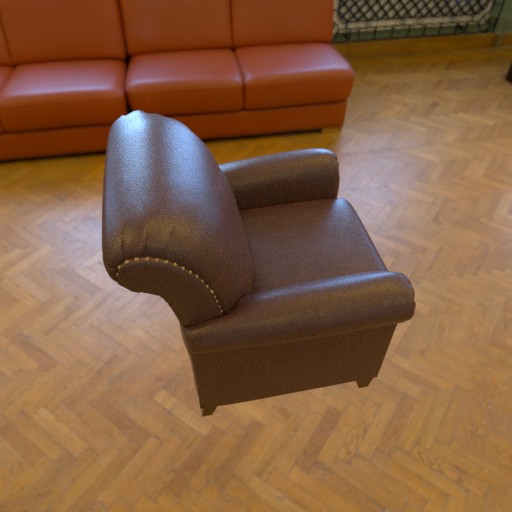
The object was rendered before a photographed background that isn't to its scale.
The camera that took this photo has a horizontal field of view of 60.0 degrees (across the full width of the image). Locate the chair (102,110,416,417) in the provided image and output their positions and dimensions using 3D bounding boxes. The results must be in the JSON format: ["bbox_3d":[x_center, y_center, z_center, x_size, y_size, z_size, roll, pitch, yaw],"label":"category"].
[{"bbox_3d":[0.000,0.000,1.600,0.890,0.927,0.854,-8,46,-8],"label":"chair"}]
